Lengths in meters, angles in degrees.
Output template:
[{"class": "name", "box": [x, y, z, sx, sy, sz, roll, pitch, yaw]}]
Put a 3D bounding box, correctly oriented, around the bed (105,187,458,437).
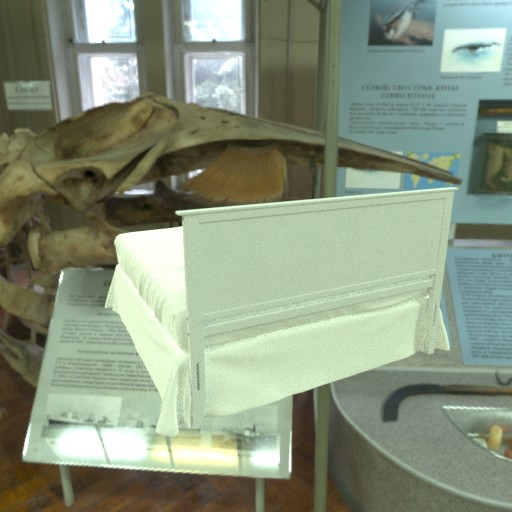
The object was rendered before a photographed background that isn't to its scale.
[{"class": "bed", "box": [0.000, 0.000, 3.717, 2.317, 1.273, 2.215, -8, 18, -26]}]
